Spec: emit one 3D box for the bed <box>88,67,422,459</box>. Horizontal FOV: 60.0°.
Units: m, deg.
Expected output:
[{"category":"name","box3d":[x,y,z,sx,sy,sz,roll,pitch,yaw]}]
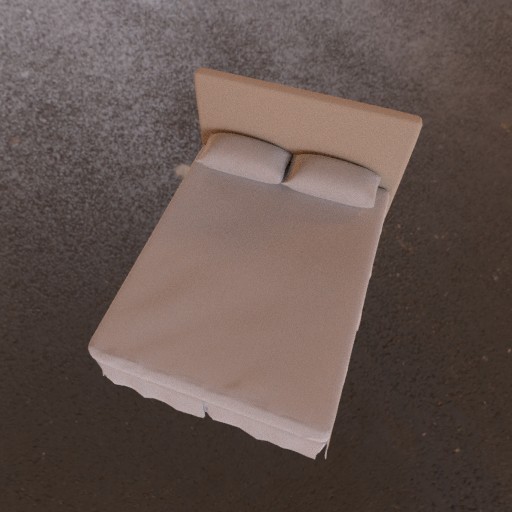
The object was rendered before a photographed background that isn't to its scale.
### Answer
[{"category":"bed","box3d":[0.000,0.000,3.190,1.748,1.330,2.142,17,59,10]}]
